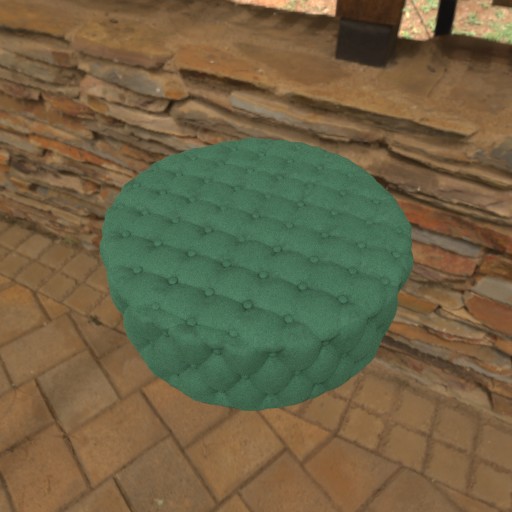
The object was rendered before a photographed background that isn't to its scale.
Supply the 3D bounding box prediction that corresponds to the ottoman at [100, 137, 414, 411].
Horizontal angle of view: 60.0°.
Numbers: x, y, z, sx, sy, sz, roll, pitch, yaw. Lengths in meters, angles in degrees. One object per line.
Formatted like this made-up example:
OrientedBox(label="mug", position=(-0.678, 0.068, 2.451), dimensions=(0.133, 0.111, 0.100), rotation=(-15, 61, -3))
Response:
OrientedBox(label="ottoman", position=(0.000, 0.000, 1.542), dimensions=(0.998, 0.399, 0.998), rotation=(0, 46, 0))
